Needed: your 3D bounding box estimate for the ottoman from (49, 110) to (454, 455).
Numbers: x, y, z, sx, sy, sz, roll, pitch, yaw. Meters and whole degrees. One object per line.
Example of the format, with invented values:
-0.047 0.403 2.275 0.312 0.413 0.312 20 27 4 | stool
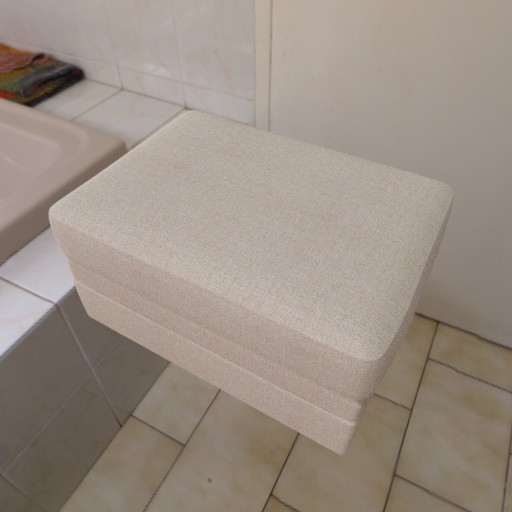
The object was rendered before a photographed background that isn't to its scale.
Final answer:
0.000 0.000 1.245 0.885 0.478 0.637 22 50 21 | ottoman
